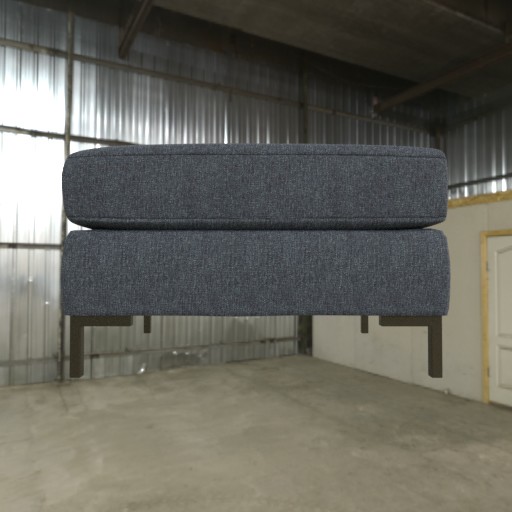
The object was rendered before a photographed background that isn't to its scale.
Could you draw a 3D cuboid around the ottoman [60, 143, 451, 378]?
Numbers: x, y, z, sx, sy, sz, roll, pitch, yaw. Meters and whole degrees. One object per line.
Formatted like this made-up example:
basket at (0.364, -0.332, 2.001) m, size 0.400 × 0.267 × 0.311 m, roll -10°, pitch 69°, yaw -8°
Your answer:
ottoman at (0.000, 0.000, 1.270) m, size 0.831 × 0.533 × 0.695 m, roll 0°, pitch -1°, yaw 0°
